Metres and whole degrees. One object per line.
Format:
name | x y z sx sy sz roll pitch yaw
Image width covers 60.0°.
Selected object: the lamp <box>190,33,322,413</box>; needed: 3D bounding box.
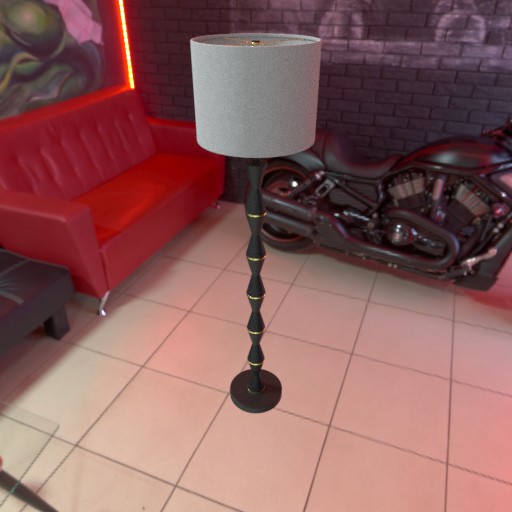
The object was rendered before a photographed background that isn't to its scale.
lamp | 0.000 0.000 1.676 0.381 1.480 0.381 -20 37 -30
